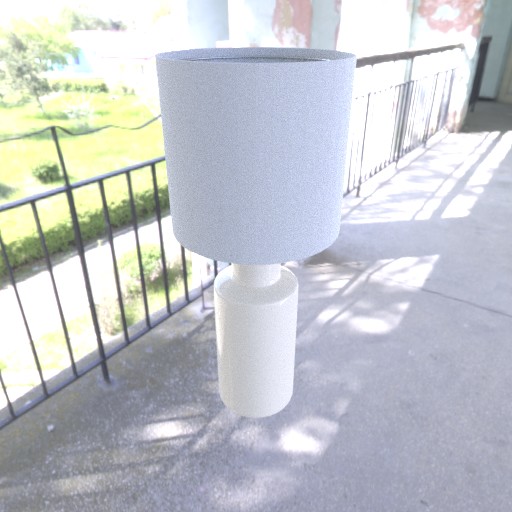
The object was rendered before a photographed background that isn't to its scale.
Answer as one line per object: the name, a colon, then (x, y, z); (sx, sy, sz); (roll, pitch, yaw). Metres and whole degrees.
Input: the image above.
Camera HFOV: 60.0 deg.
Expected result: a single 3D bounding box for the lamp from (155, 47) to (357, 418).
lamp: (0.000, 0.000, 0.592); (0.212, 0.493, 0.212); (19, 34, 31)
